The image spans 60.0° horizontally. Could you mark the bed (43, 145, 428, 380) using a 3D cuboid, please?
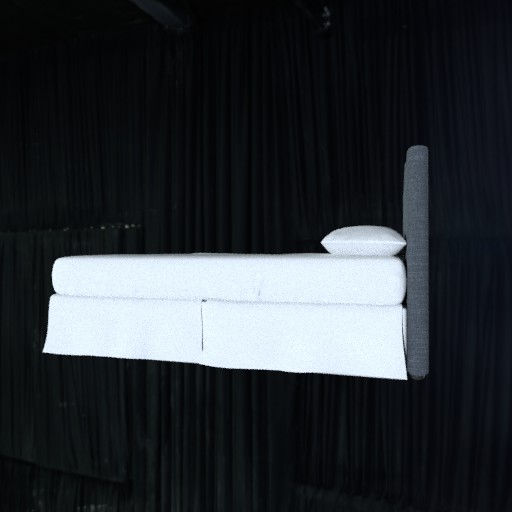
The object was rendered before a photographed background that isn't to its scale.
[{"bbox_3d":[0.000,0.000,3.876,2.689,1.457,2.161,0,0,18],"label":"bed"}]
